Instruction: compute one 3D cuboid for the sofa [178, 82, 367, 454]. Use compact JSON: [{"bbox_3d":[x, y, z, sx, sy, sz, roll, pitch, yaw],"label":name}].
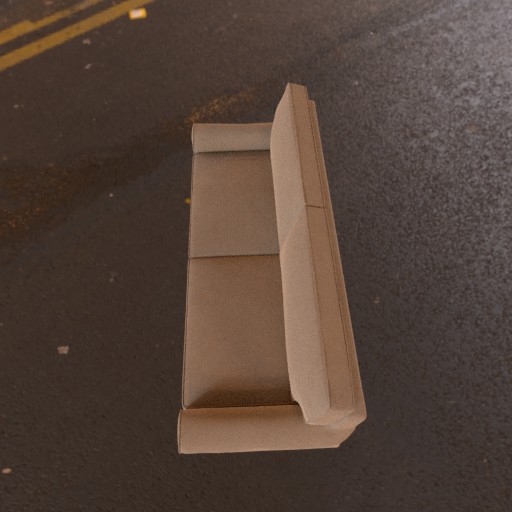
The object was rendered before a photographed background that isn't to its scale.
[{"bbox_3d":[0.000,0.000,2.753,0.900,1.014,2.246,-2,58,-1],"label":"sofa"}]
